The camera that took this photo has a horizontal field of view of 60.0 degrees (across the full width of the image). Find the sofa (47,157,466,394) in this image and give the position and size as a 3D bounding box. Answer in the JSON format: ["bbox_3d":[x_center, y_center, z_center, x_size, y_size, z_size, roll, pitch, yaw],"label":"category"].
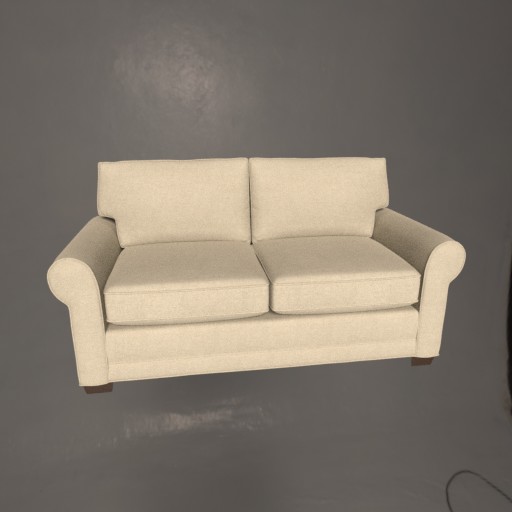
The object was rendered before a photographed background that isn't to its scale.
[{"bbox_3d":[0.000,0.000,2.254,1.774,0.933,0.861,-3,18,-8],"label":"sofa"}]
